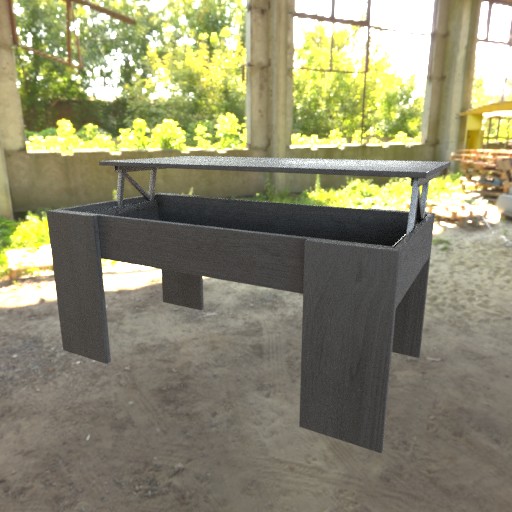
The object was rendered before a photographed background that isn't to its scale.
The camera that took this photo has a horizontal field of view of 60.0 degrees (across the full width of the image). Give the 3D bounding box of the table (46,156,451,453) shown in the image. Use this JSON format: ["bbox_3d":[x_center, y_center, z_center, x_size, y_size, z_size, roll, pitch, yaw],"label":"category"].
[{"bbox_3d":[0.000,0.000,1.389,1.000,0.570,0.711,8,17,27],"label":"table"}]
